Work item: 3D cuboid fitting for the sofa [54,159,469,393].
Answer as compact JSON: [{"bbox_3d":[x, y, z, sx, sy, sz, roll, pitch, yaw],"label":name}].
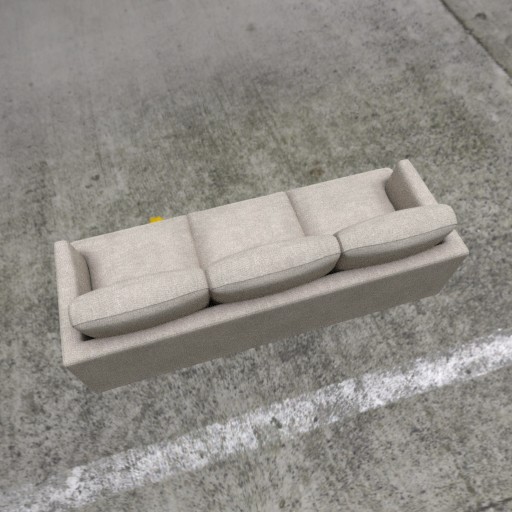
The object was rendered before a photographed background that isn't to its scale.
[{"bbox_3d":[0.000,0.000,2.689,2.246,0.930,0.903,-15,59,-9],"label":"sofa"}]
